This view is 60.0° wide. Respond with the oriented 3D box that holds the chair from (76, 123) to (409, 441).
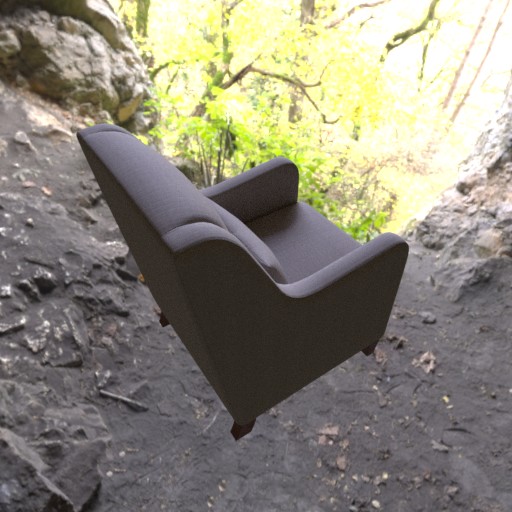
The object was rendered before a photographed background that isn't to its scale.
[{"bbox_3d":[0.000,0.000,1.644,0.890,1.017,0.715,-24,47,-24],"label":"chair"}]
